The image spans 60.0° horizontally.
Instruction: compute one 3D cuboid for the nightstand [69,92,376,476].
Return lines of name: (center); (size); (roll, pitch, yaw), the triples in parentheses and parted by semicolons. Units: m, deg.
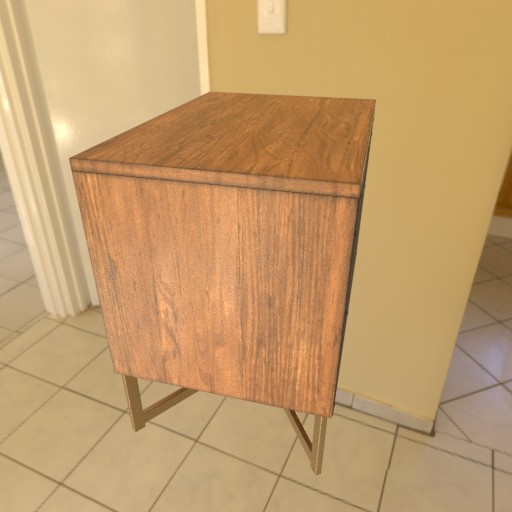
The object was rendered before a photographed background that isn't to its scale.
nightstand: (0.000, 0.000, 1.025); (0.446, 0.610, 0.610); (8, 30, 13)
